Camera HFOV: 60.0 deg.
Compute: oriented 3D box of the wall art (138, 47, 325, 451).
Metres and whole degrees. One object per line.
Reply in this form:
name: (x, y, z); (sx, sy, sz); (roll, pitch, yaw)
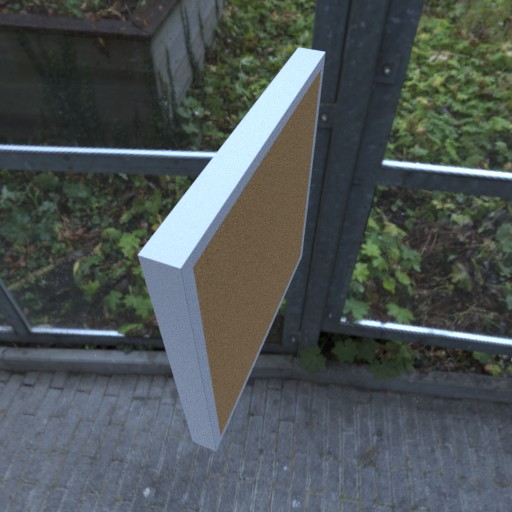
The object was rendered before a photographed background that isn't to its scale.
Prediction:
wall art: (0.000, 0.000, 0.618); (0.038, 0.406, 0.406); (16, 50, 14)
